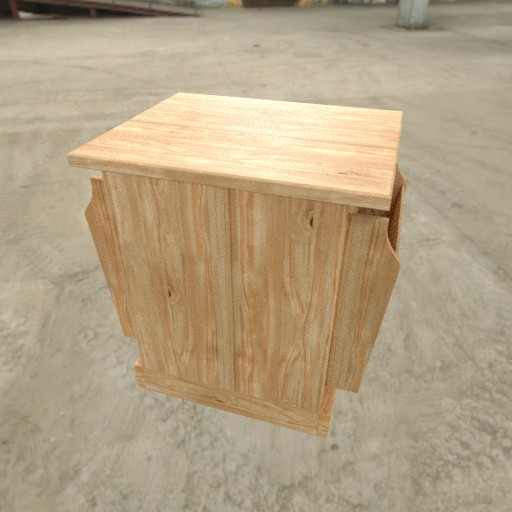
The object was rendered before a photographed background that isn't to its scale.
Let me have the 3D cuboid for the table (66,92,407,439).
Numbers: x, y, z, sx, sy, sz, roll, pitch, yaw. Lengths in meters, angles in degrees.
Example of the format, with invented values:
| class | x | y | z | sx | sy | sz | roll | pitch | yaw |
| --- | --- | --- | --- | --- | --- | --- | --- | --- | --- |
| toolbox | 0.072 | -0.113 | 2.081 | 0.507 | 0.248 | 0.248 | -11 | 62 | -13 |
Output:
| class | x | y | z | sx | sy | sz | roll | pitch | yaw |
| --- | --- | --- | --- | --- | --- | --- | --- | --- | --- |
| table | 0.000 | 0.000 | 0.893 | 0.530 | 0.515 | 0.380 | 10 | 35 | 15 |
